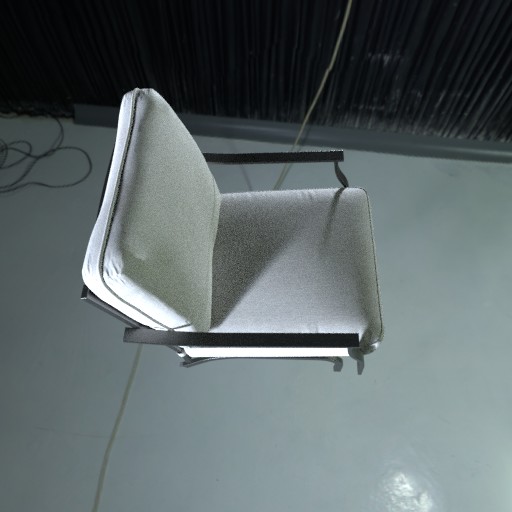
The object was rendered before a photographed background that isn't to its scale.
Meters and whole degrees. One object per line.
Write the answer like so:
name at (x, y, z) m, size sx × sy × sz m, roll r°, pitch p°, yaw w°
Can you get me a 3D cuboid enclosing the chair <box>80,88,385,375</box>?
chair at (0.000, 0.000, 1.408) m, size 0.787 × 0.860 × 0.650 m, roll 1°, pitch 63°, yaw 1°
